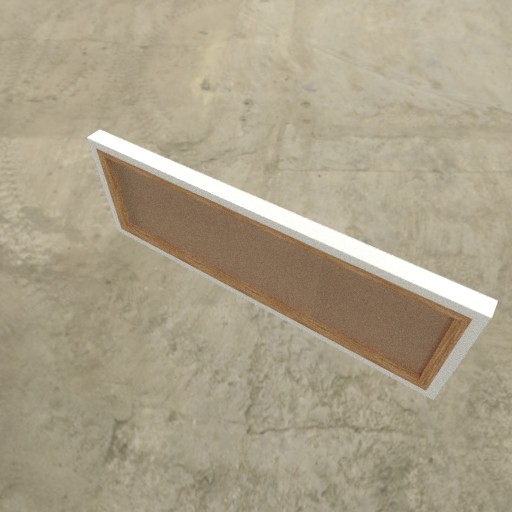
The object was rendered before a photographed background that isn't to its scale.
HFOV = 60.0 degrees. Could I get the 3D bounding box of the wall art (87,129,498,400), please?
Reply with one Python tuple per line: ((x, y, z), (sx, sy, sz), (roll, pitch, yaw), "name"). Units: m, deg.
((0.000, 0.000, 0.830), (0.766, 0.256, 0.036), (26, 53, 22), "wall art")
